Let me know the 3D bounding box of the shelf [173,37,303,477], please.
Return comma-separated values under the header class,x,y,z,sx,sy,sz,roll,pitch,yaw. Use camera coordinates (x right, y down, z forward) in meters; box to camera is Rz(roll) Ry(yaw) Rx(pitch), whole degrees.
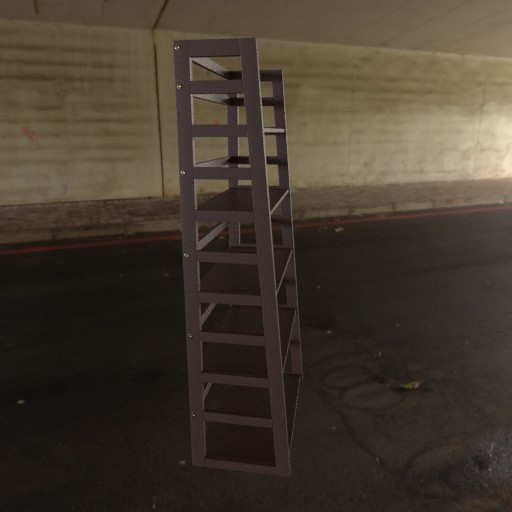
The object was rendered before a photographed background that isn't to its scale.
class,x,y,z,sx,sy,sz,roll,pitch,yaw
shelf,0.000,0.000,1.939,0.403,1.600,0.763,3,16,9
